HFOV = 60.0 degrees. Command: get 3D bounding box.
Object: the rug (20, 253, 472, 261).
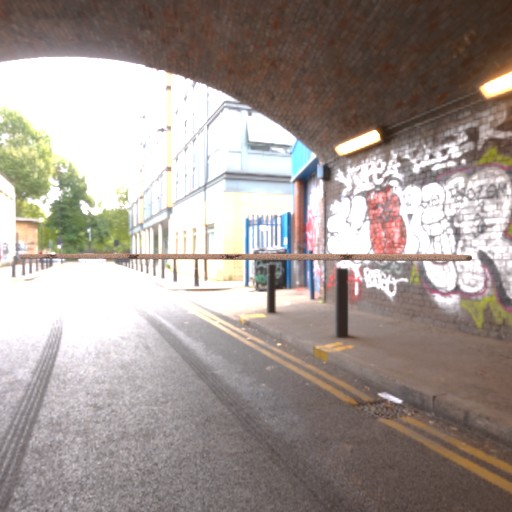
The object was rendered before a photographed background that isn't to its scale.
[{"bbox_3d":[0.000,0.000,3.345,2.743,0.030,1.778,0,0,19],"label":"rug"}]
